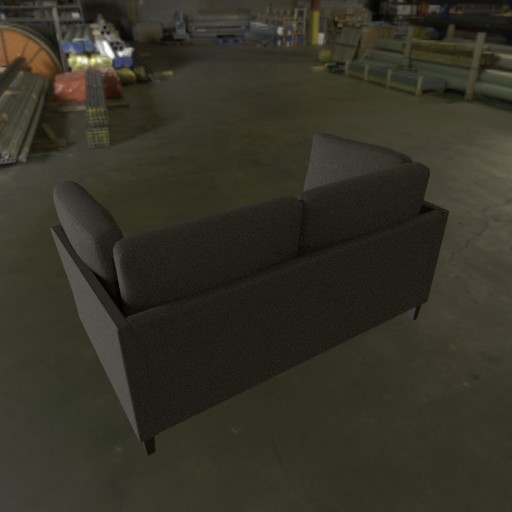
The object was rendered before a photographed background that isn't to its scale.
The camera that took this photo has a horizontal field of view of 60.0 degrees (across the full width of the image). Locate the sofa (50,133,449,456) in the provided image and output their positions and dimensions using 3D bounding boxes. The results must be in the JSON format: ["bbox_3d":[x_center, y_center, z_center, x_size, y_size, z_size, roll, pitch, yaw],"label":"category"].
[{"bbox_3d":[0.000,0.000,2.297,1.751,0.920,0.969,-18,35,-28],"label":"sofa"}]
